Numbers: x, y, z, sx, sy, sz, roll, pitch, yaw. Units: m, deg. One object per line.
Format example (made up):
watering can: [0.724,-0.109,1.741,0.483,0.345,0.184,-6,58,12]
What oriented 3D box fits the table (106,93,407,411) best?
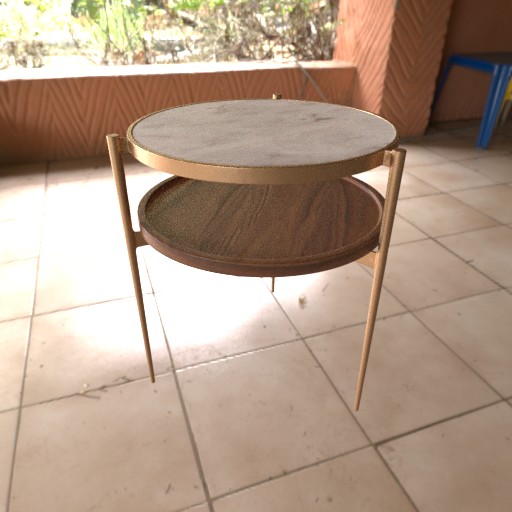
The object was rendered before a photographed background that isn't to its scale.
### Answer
table: [0.000,0.000,0.827,0.456,0.493,0.430,-11,32,-18]
